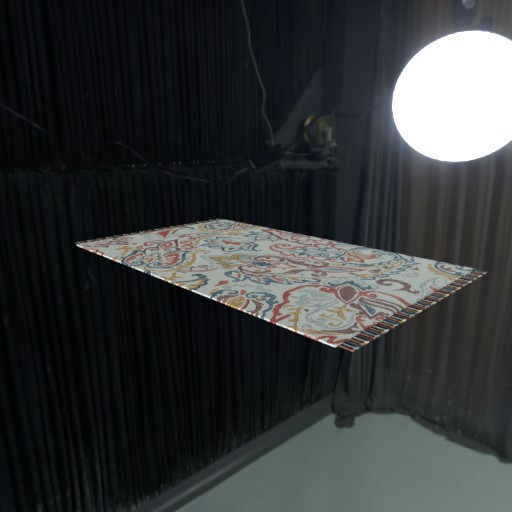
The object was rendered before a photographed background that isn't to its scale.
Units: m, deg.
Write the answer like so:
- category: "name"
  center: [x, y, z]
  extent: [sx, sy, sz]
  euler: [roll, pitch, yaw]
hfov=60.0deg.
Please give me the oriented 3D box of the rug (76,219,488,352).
- category: "rug"
  center: [0.000, 0.000, 3.132]
  extent: [1.523, 0.010, 2.584]
  euler: [-15, 21, -43]
